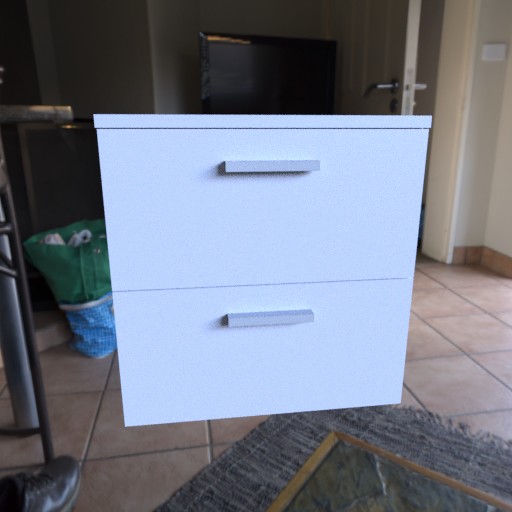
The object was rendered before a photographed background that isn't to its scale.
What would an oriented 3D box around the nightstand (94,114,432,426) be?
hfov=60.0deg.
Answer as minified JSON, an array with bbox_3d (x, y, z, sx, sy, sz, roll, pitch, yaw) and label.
[{"bbox_3d":[0.000,0.000,0.773,0.441,0.460,0.325,-2,16,-7],"label":"nightstand"}]
